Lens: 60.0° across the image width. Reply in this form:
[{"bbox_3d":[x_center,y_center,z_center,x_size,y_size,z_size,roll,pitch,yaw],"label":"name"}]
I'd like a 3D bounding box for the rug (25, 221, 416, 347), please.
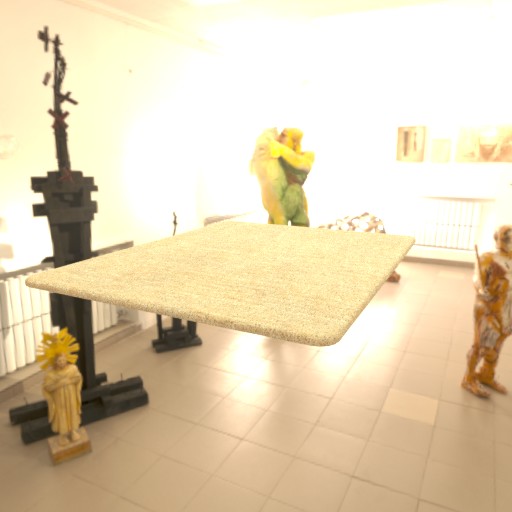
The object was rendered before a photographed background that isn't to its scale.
[{"bbox_3d":[0.000,0.000,3.379,2.009,0.048,2.528,7,15,26],"label":"rug"}]
